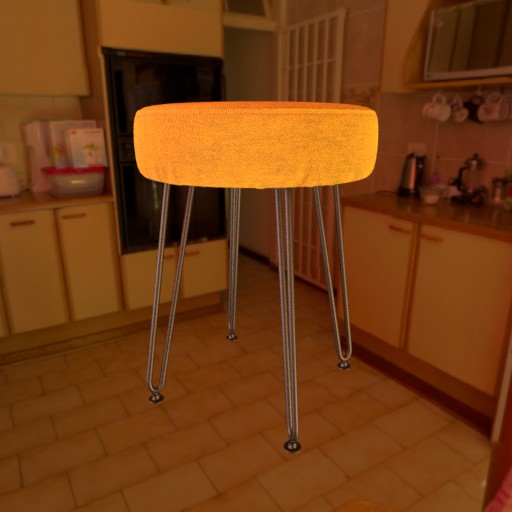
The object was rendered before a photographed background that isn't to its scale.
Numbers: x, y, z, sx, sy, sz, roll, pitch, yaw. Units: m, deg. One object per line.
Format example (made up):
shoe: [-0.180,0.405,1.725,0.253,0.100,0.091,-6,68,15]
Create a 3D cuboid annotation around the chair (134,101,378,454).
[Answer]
chair: [0.000,0.000,0.700,0.345,0.455,0.345,9,19,26]
